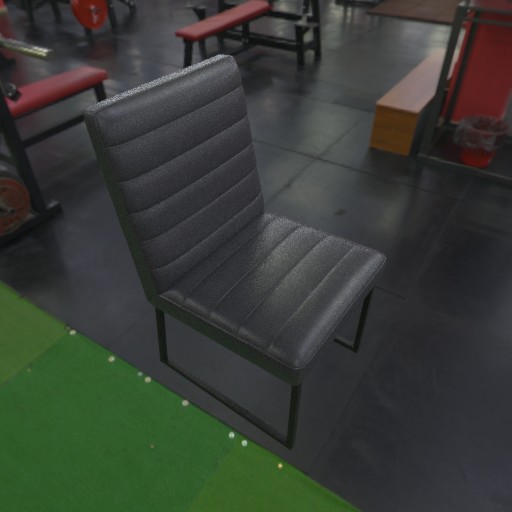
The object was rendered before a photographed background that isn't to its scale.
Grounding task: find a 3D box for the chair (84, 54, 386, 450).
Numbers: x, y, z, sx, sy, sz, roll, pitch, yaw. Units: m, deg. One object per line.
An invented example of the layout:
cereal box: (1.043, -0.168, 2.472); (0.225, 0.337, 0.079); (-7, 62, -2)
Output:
chair: (0.000, 0.000, 1.309); (0.634, 0.930, 0.520); (25, 47, 26)
